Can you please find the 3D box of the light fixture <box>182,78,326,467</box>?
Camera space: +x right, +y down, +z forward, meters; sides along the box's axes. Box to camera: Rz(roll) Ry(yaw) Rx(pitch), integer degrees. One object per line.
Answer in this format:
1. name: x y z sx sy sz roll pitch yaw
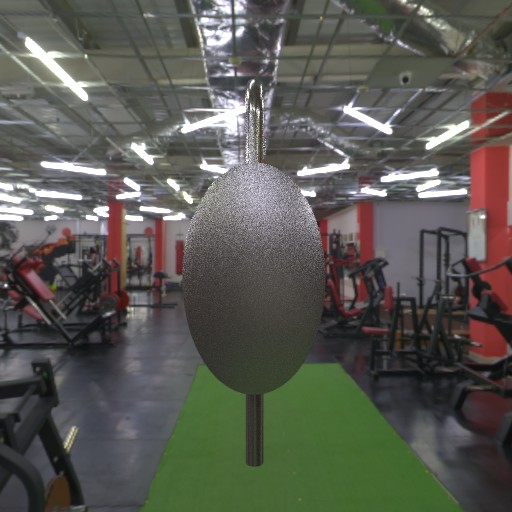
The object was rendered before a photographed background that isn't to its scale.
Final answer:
1. light fixture: 0.000 0.000 0.440 0.108 0.343 0.216 0 0 1
